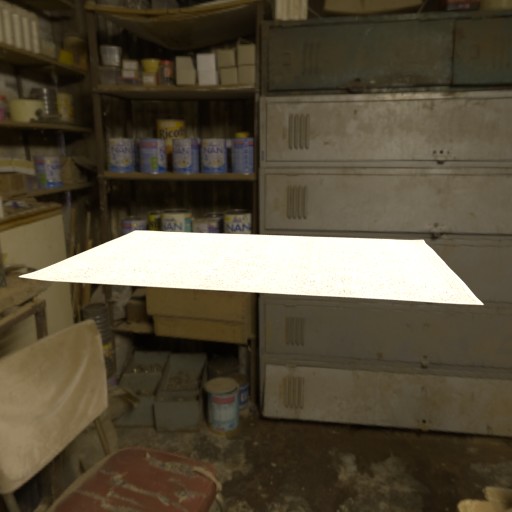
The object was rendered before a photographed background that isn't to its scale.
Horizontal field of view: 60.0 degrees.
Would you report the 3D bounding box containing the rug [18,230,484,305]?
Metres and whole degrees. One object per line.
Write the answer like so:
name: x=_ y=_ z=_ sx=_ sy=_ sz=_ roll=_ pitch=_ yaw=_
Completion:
rug: x=0.000 y=0.000 z=2.989 sx=2.434 sy=0.023 sz=1.518 roll=2 pitch=14 yaw=10
